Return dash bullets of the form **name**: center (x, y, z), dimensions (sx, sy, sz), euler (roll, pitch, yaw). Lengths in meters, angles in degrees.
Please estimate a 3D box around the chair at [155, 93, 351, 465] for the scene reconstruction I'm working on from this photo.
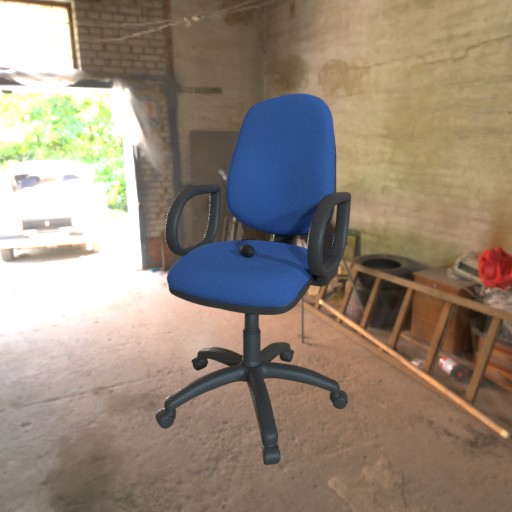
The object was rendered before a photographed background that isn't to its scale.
- **chair**: center (0.000, 0.000, 1.264), dimensions (0.552, 0.905, 0.549), euler (8, 17, 25)
